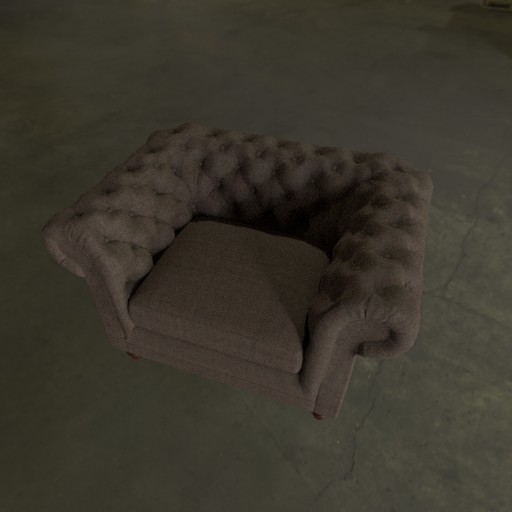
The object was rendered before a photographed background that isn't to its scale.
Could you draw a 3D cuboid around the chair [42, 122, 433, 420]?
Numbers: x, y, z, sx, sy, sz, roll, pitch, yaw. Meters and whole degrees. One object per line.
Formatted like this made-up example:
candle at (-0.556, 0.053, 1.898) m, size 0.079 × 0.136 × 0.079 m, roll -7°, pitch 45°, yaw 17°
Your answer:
chair at (0.000, 0.000, 1.898) m, size 1.298 × 0.780 × 0.945 m, roll 14°, pitch 43°, yaw 15°
